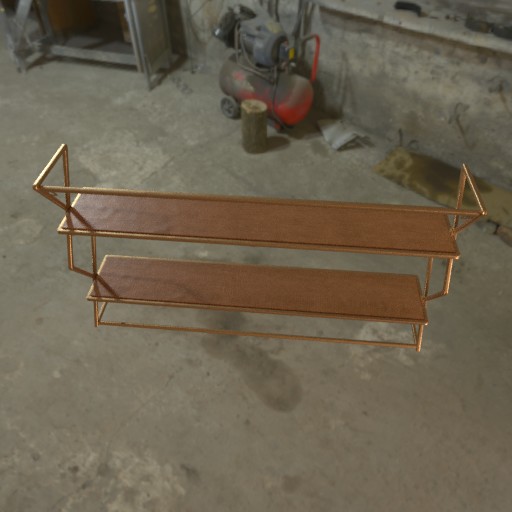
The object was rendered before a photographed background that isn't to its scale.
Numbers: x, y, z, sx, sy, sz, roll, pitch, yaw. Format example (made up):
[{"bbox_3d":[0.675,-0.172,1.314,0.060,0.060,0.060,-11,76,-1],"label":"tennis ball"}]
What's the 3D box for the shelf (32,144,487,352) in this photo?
[{"bbox_3d":[0.000,0.000,1.009,0.822,0.450,0.150,4,46,4],"label":"shelf"}]
